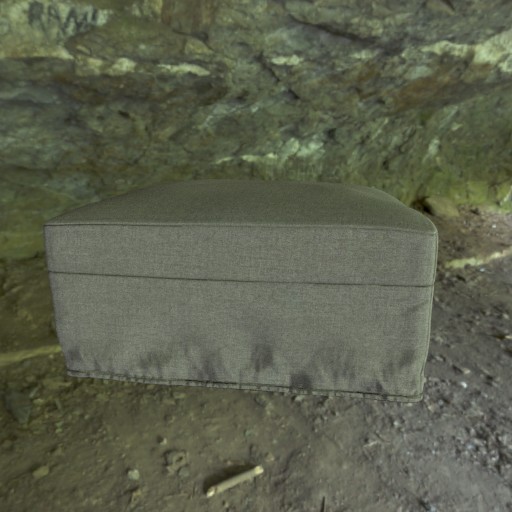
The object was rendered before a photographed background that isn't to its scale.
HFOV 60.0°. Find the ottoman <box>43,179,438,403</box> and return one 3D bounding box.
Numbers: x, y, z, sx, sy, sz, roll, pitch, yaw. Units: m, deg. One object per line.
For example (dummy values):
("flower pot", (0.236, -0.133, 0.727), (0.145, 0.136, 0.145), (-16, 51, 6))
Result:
("ottoman", (0.000, 0.000, 1.320), (0.840, 0.436, 0.843), (2, 13, 8))
